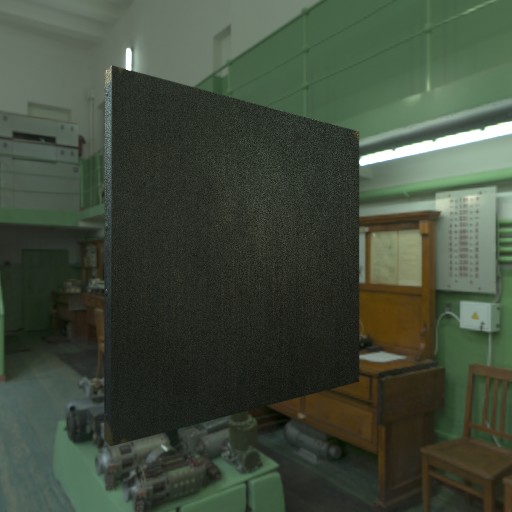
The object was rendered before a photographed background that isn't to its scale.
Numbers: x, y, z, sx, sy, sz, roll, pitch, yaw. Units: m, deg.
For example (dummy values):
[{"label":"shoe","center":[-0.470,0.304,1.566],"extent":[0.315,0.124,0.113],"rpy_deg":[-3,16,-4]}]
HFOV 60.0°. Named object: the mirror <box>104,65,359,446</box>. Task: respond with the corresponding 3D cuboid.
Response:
[{"label":"mirror","center":[0.000,0.000,0.566],"extent":[0.382,0.381,0.020],"rpy_deg":[0,0,-38]}]
